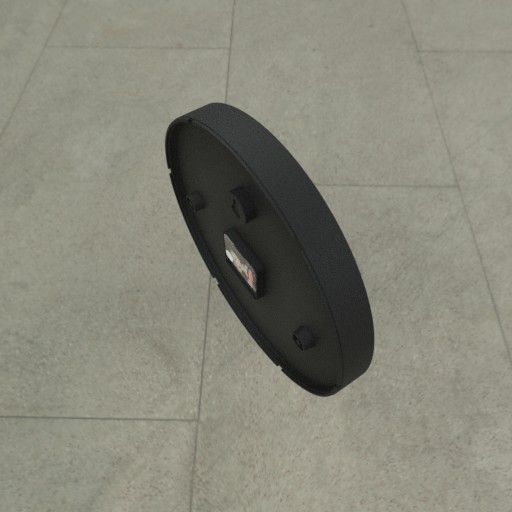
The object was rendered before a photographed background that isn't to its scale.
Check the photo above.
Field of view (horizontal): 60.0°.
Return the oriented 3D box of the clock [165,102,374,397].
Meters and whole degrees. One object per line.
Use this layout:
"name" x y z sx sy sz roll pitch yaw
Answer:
"clock" 0.000 0.000 0.435 0.040 0.293 0.293 -30 62 -18
